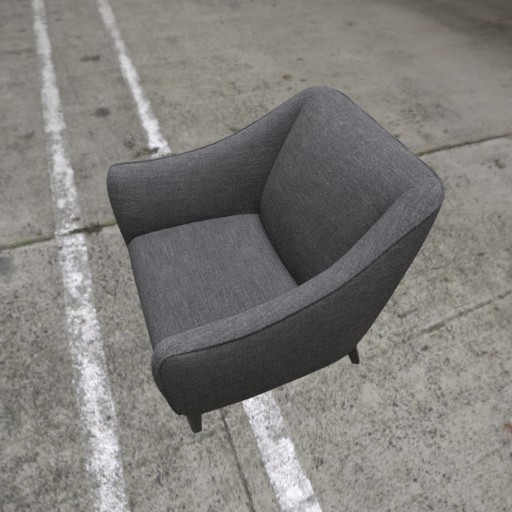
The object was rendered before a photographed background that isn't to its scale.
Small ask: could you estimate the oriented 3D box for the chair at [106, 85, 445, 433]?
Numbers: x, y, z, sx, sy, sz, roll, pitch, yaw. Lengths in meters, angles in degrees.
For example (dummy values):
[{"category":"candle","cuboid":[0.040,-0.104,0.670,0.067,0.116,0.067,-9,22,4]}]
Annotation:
[{"category":"chair","cuboid":[0.000,0.000,1.531,0.851,0.829,0.870,-15,47,-15]}]
